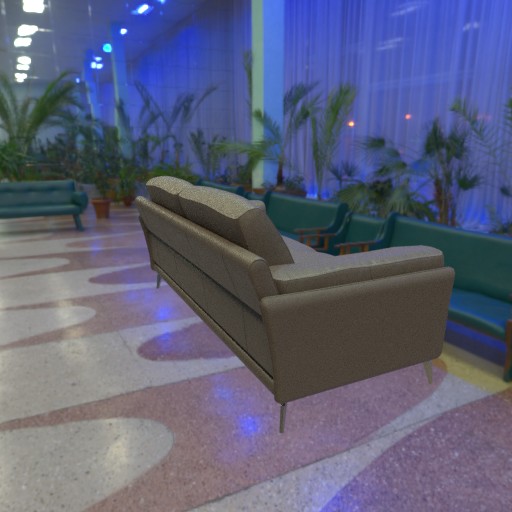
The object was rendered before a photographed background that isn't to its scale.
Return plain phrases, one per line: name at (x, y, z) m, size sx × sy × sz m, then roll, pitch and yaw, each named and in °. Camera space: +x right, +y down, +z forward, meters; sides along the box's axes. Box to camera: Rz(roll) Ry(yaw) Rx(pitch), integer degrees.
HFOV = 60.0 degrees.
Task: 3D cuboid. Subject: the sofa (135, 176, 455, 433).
sofa at (0.000, 0.000, 2.742) m, size 1.049 × 0.930 × 2.101 m, roll -7°, pitch 16°, yaw -25°
